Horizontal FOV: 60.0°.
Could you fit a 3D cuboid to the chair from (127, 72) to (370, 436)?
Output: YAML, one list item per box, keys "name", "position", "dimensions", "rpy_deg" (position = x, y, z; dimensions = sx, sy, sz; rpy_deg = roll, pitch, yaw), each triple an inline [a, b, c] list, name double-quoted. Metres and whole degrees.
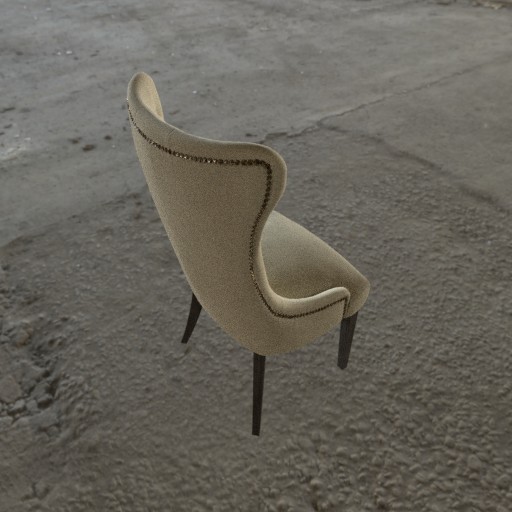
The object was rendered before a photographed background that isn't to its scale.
- name: "chair"
  position: [0.000, 0.000, 1.398]
  dimensions: [0.590, 1.065, 0.584]
  rpy_deg: [-26, 47, -27]
